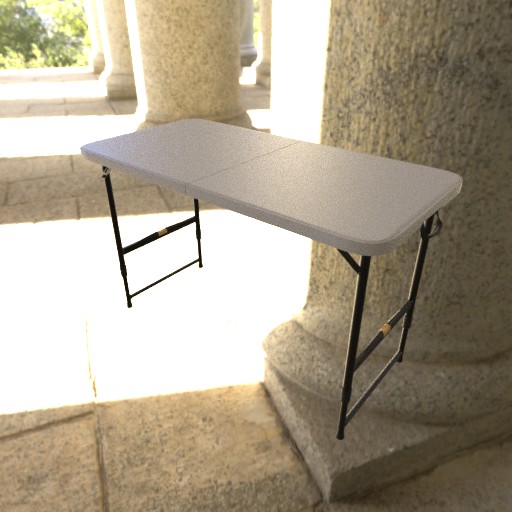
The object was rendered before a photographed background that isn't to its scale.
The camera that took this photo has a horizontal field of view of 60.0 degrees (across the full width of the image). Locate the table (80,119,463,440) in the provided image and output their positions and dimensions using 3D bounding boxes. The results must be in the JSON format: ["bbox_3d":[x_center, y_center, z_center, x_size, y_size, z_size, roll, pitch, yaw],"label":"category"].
[{"bbox_3d":[0.000,0.000,1.657,1.245,0.737,0.611,22,37,33],"label":"table"}]
